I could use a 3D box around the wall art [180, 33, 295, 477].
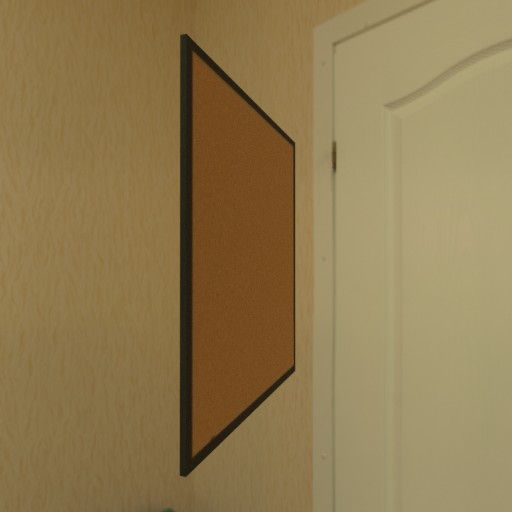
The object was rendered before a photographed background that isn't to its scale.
[{"bbox_3d":[0.000,0.000,1.214,0.013,0.823,0.823,0,0,19],"label":"wall art"}]
